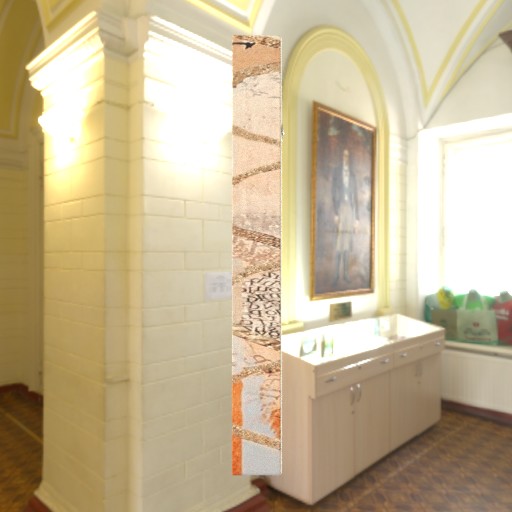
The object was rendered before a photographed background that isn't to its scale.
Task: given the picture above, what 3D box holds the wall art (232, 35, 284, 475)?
[{"bbox_3d":[0.000,0.000,0.455,0.036,0.304,0.303,0,0,-1],"label":"wall art"}]
